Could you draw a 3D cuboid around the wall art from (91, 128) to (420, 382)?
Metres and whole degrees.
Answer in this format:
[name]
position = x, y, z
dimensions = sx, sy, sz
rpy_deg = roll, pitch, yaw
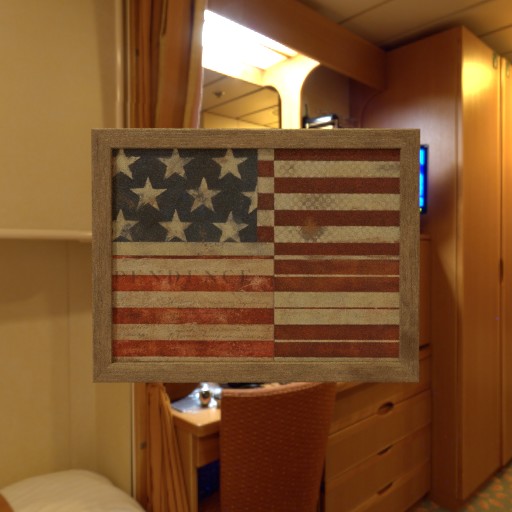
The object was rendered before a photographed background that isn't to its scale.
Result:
[wall art]
position = 0.000, 0.000, 0.944
dimensions = 0.690, 0.535, 0.026
rpy_deg = 0, 1, 0
